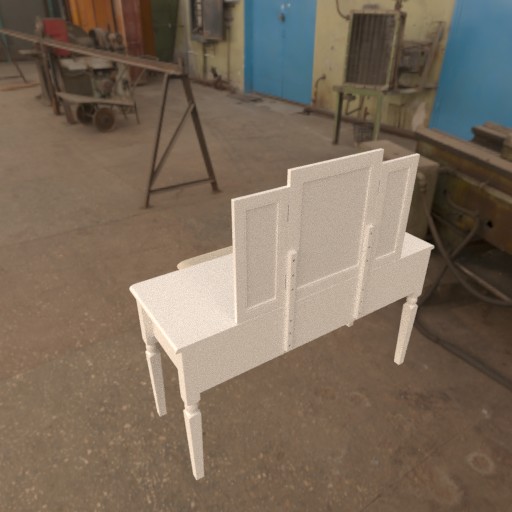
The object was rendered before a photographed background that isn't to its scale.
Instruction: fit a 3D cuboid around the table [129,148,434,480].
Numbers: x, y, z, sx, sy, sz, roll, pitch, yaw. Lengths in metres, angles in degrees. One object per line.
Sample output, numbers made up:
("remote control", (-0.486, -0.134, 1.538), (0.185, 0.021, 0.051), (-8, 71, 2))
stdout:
("table", (0.000, 0.000, 2.281), (1.369, 1.310, 1.115), (-18, 35, -28))
